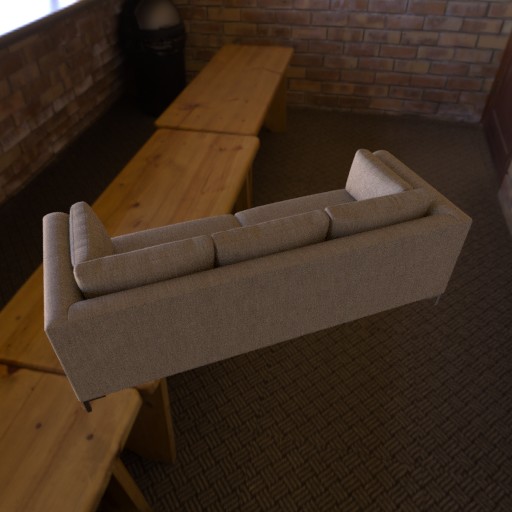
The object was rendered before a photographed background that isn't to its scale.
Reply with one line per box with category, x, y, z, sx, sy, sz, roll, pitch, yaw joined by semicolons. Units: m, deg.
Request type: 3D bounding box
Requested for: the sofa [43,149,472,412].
sofa;0.000;0.000;2.875;2.415;0.867;0.969;-14;43;-15
